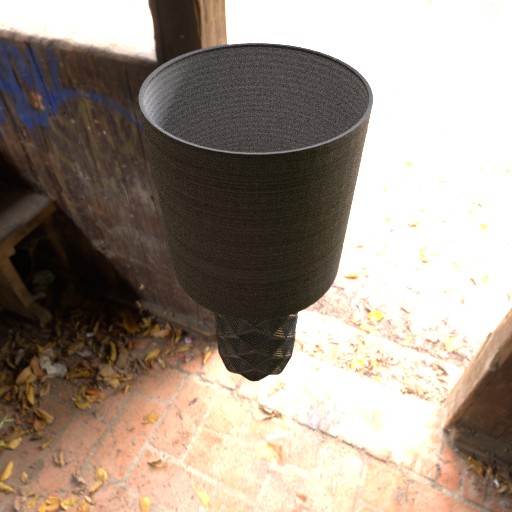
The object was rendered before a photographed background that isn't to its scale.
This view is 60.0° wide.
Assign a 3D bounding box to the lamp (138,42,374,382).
[{"bbox_3d":[0.000,0.000,0.720,0.268,0.566,0.269,-3,47,-2],"label":"lamp"}]
